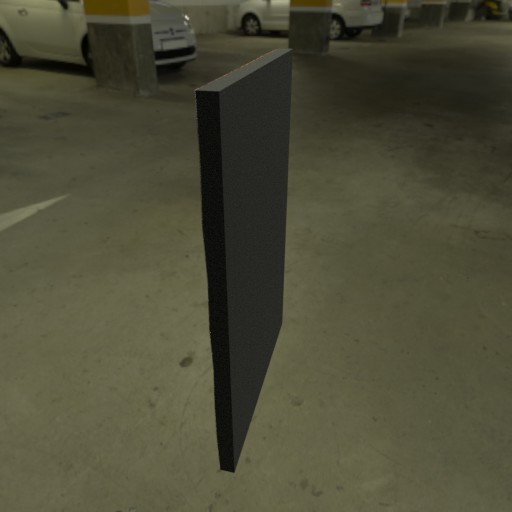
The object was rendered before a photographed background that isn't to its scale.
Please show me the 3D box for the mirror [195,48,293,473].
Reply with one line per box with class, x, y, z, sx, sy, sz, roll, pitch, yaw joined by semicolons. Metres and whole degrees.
mirror;0.000;0.000;1.137;0.044;0.912;0.606;7;31;12
